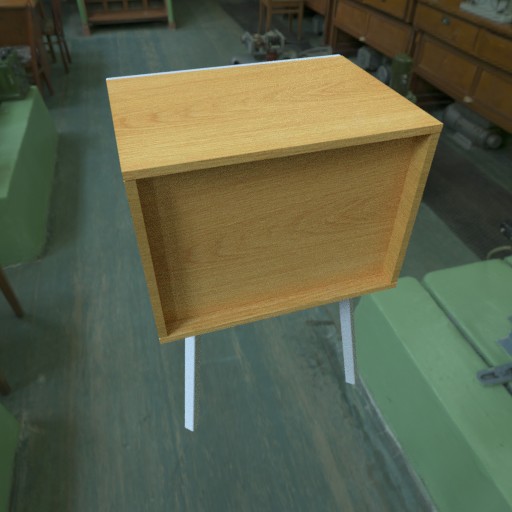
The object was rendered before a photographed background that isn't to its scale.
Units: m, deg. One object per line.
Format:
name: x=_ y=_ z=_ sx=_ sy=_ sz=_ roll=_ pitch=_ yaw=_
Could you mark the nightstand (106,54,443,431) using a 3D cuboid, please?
nightstand: x=0.000 y=0.000 z=0.829 sx=0.400 sy=0.601 sz=0.316 roll=-12 pitch=42 yaw=-13
